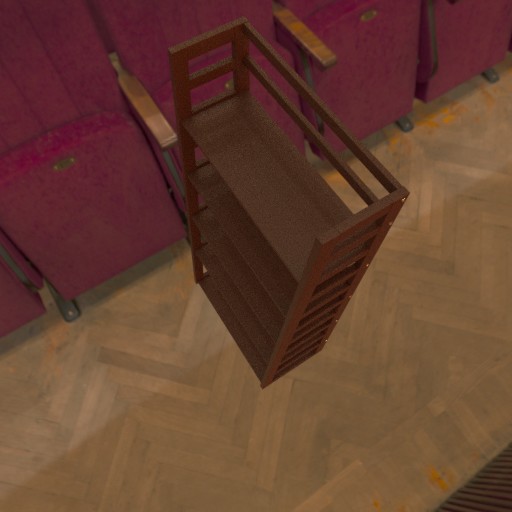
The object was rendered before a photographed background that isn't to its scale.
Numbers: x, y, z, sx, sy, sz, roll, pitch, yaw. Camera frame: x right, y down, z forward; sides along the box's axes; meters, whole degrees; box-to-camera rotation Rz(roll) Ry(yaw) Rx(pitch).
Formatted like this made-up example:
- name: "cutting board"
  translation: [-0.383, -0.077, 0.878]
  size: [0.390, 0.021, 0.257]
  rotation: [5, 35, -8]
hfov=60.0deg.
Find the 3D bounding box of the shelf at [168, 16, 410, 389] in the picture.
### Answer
- name: "shelf"
  translation: [0.000, 0.000, 1.887]
  size: [0.403, 1.600, 0.763]
  rotation: [-30, 68, -13]
